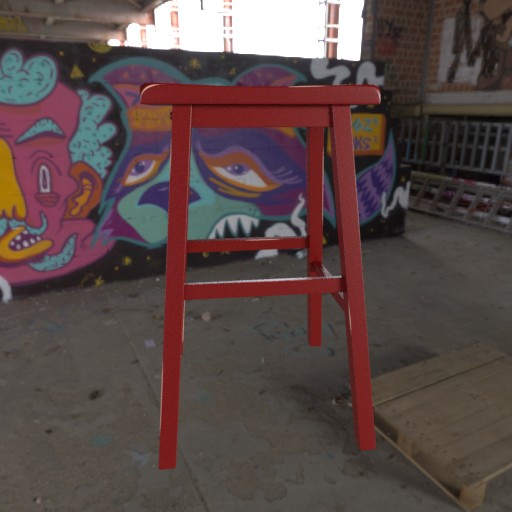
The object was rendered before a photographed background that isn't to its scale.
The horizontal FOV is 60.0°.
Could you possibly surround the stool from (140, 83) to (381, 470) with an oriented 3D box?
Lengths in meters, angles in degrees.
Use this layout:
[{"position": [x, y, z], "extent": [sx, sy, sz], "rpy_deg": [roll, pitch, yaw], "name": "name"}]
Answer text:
[{"position": [0.000, 0.000, 1.032], "extent": [0.457, 0.737, 0.476], "rpy_deg": [-2, 18, -7], "name": "stool"}]
